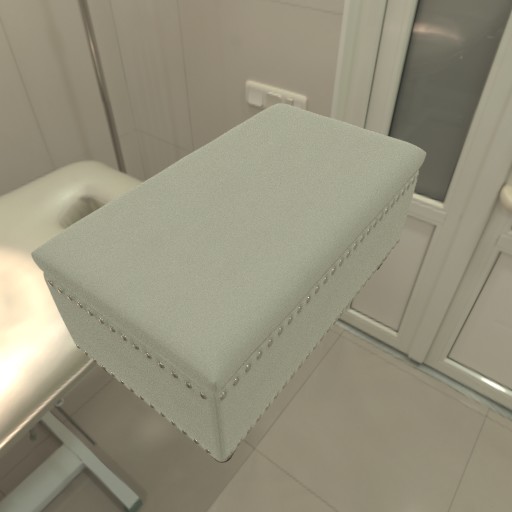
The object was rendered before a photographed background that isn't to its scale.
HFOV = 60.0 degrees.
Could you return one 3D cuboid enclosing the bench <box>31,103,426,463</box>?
[{"bbox_3d":[0.000,0.000,1.186,0.500,0.449,0.887,27,50,26],"label":"bench"}]
